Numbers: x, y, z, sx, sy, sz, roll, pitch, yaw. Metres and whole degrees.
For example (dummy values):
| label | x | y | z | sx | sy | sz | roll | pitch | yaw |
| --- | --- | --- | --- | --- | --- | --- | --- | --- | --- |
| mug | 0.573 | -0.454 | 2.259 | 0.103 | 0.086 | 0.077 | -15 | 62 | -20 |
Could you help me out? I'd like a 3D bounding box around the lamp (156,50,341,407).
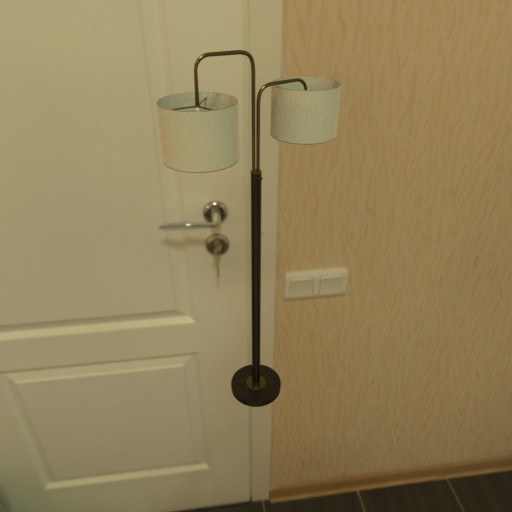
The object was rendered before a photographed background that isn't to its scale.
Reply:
| label | x | y | z | sx | sy | sz | roll | pitch | yaw |
| --- | --- | --- | --- | --- | --- | --- | --- | --- | --- |
| lamp | 0.000 | 0.000 | 1.854 | 0.711 | 1.587 | 0.254 | -22 | 38 | -31 |
